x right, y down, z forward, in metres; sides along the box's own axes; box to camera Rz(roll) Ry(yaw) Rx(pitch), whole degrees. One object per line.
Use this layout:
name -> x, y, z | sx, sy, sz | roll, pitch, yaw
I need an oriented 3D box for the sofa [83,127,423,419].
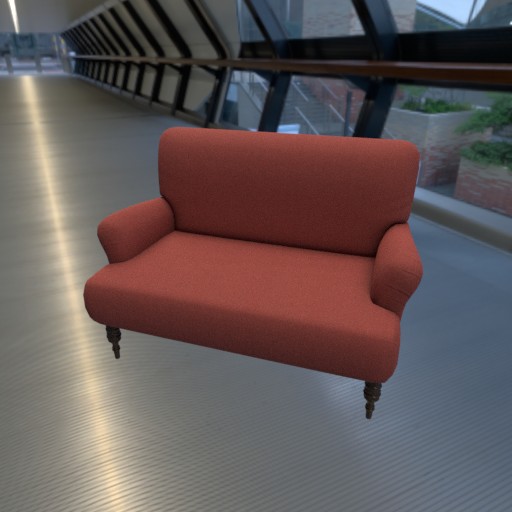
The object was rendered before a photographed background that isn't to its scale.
sofa -> 0.000, 0.000, 1.860 | 1.297, 0.889, 0.779 | 8, 27, 17
